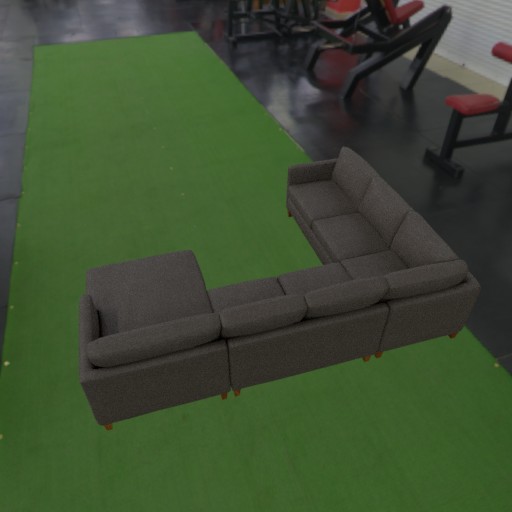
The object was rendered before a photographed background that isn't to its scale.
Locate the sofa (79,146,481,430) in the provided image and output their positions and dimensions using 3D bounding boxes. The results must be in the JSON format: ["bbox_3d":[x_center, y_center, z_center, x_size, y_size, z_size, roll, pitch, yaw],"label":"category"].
[{"bbox_3d":[0.000,0.000,4.640,3.460,0.961,2.594,-11,42,-13],"label":"sofa"}]
